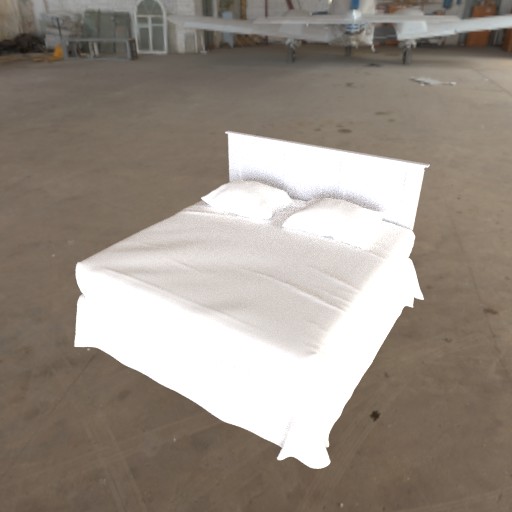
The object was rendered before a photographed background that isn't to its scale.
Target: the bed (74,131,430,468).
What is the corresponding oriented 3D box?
[{"bbox_3d":[0.000,0.000,3.552,2.317,1.273,2.215,18,34,28],"label":"bed"}]
